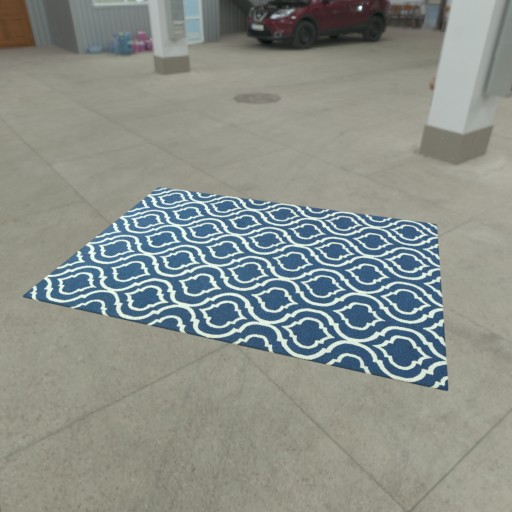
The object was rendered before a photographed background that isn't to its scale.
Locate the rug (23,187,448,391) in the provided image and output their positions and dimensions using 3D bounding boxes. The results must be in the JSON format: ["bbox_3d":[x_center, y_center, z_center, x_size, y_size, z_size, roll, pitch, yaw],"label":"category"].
[{"bbox_3d":[0.000,0.000,2.705,2.134,0.010,1.524,9,33,15],"label":"rug"}]
